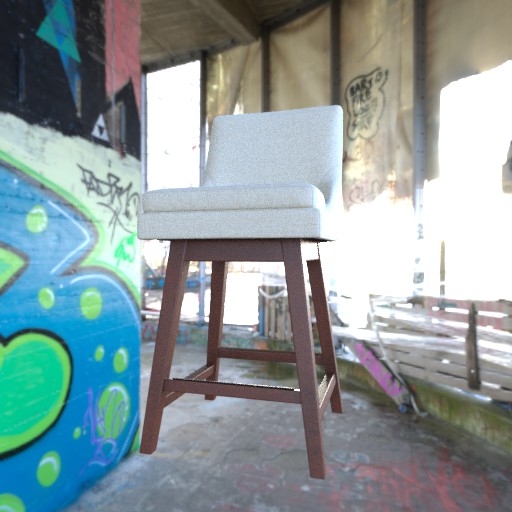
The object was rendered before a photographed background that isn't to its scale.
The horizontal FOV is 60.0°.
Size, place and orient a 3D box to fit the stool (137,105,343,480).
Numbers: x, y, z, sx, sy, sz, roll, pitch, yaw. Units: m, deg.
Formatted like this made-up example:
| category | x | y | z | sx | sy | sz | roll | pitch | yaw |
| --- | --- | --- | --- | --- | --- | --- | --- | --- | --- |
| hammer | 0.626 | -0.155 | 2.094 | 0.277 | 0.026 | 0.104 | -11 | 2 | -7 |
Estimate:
| category | x | y | z | sx | sy | sz | roll | pitch | yaw |
| --- | --- | --- | --- | --- | --- | --- | --- | --- | --- |
| stool | 0.000 | 0.000 | 1.293 | 0.469 | 0.991 | 0.559 | 0 | 1 | 16 |
